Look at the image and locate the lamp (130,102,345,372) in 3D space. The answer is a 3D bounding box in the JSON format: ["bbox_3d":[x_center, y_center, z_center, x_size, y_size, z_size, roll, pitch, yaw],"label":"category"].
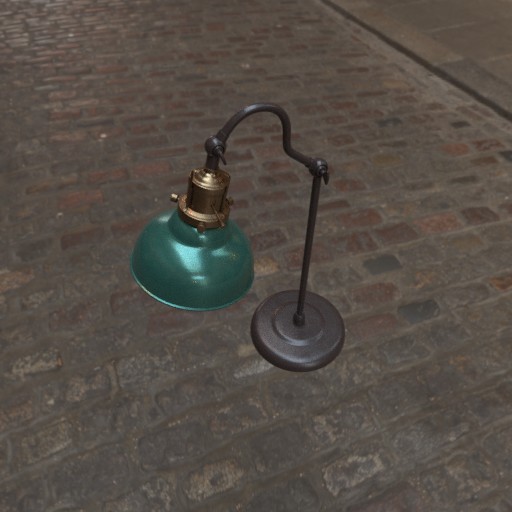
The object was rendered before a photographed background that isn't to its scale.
[{"bbox_3d":[0.000,0.000,0.694,0.374,0.508,0.192,-16,49,-15],"label":"lamp"}]
